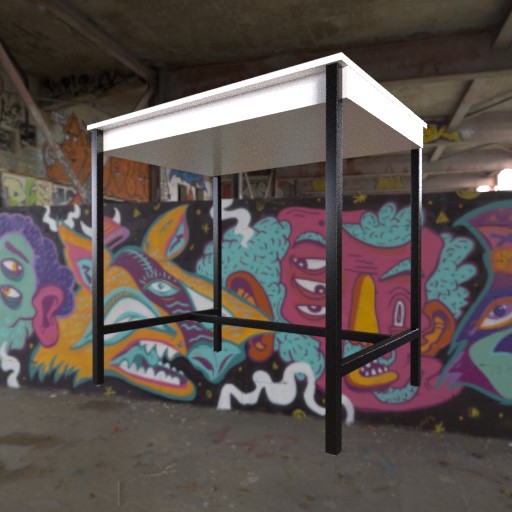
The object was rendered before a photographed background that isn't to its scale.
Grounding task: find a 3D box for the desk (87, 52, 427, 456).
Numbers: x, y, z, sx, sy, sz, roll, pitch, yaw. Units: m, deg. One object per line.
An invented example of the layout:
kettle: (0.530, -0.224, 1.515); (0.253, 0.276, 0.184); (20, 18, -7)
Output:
desk: (0.000, 0.000, 1.299); (0.811, 0.766, 0.573); (0, 1, 36)
